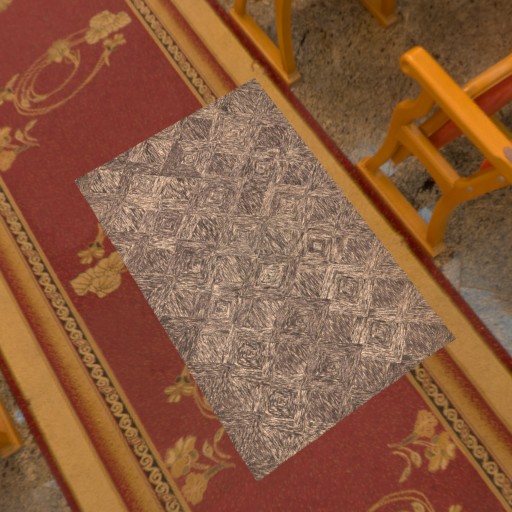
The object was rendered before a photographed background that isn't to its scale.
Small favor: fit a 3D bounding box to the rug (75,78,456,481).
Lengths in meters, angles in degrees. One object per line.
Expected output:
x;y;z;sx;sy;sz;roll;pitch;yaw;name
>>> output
0.000;0.000;2.311;1.189;0.011;1.808;-33;77;-8;rug
